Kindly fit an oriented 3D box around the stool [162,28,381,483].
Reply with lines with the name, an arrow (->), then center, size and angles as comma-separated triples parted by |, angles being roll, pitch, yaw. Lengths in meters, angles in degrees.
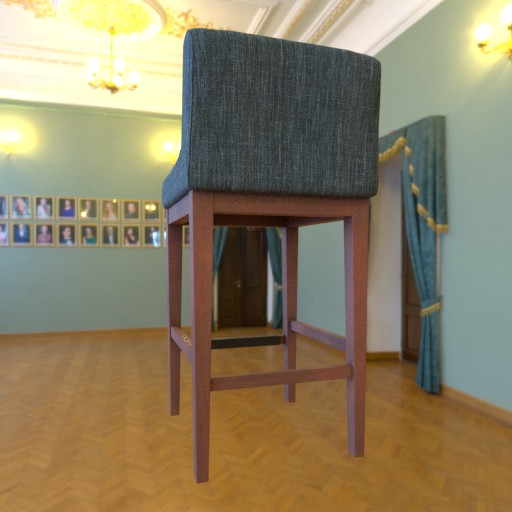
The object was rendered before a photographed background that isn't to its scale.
stool -> 0.000, 0.000, 1.044 | 0.395, 0.835, 0.459 | 0, 0, -18
